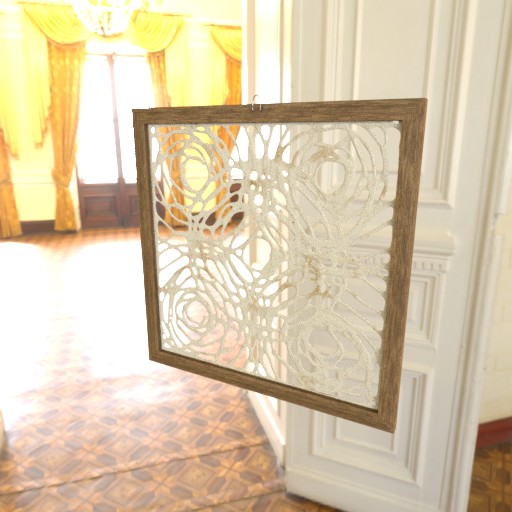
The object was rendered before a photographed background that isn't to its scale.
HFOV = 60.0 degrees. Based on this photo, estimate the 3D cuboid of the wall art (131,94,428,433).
[{"bbox_3d":[0.000,0.000,0.840,0.561,0.576,0.021,8,17,27],"label":"wall art"}]
